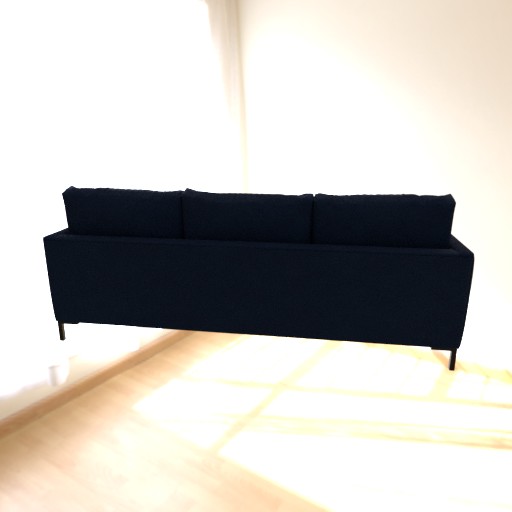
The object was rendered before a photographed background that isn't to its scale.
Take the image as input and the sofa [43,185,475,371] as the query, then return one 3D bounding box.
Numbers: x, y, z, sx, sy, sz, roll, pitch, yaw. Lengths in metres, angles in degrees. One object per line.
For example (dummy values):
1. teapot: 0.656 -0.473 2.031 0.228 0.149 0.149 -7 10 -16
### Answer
1. sofa: 0.000 0.000 2.699 2.252 0.879 0.875 2 17 8
